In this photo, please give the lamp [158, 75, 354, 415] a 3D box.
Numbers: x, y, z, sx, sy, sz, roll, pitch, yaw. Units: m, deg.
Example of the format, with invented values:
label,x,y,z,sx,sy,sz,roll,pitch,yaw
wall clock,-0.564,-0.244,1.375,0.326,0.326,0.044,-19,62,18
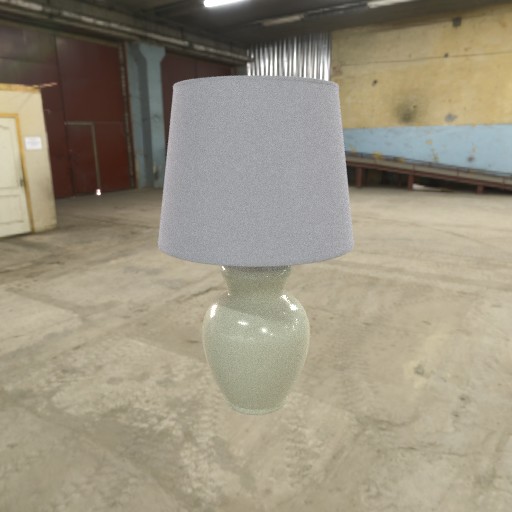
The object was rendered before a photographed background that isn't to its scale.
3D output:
label,x,y,z,sx,sy,sz,roll,pitch,yaw
lamp,0.000,0.000,0.558,0.239,0.399,0.239,0,14,0
